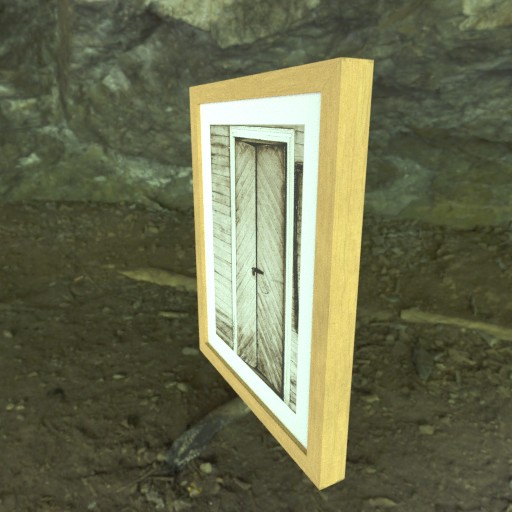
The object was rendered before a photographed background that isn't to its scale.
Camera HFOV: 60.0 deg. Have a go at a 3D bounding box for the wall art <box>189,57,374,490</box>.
[{"bbox_3d":[0.000,0.000,0.506,0.030,0.380,0.312,-9,19,-27],"label":"wall art"}]
